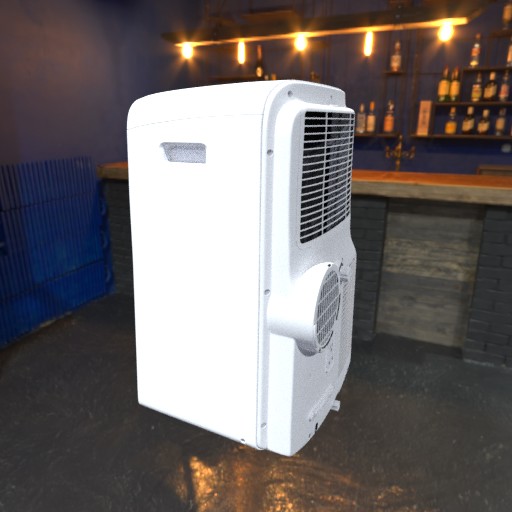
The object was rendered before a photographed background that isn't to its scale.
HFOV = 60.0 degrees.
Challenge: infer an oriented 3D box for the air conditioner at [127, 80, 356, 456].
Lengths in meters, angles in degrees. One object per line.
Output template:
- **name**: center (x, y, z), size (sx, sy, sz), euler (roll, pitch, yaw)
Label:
- **air conditioner**: center (0.000, 0.000, 1.078), size (0.467, 0.765, 0.478), euler (8, 19, 25)
